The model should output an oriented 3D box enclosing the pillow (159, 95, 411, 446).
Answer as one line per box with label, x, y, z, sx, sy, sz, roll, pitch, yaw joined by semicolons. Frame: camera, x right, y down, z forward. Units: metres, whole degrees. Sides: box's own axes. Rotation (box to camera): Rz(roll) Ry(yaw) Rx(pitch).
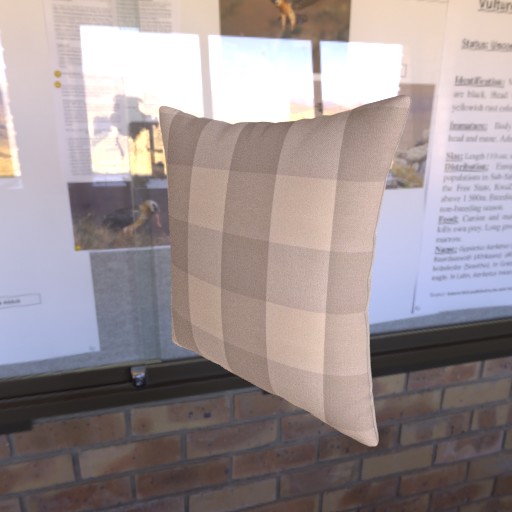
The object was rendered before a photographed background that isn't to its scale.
pillow;0.000;0.000;0.772;0.511;0.509;0.161;15;22;41
